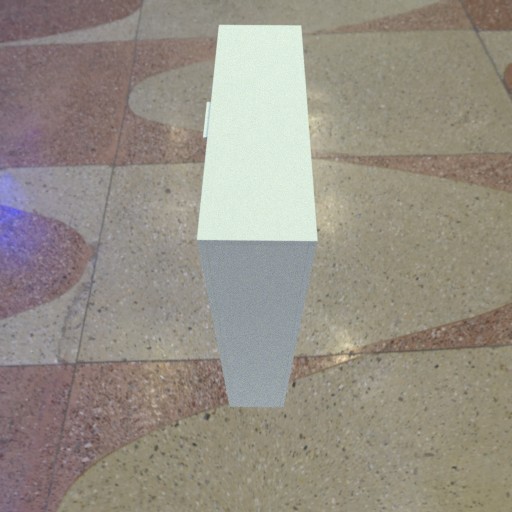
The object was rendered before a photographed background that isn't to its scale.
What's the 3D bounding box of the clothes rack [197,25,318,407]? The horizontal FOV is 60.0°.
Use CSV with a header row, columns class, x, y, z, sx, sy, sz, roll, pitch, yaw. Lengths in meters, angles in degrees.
class,x,y,z,sx,sy,sz,roll,pitch,yaw
clothes rack,0.000,0.000,1.605,0.250,1.280,0.750,1,57,0
